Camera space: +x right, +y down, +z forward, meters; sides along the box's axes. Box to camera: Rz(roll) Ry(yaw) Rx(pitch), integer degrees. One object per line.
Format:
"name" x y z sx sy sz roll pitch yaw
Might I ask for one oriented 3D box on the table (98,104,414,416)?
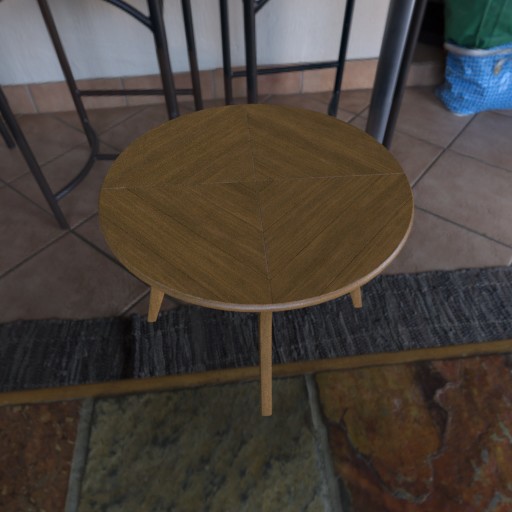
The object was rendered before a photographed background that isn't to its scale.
"table" 0.000 0.000 1.788 1.055 0.757 1.055 0 48 0
